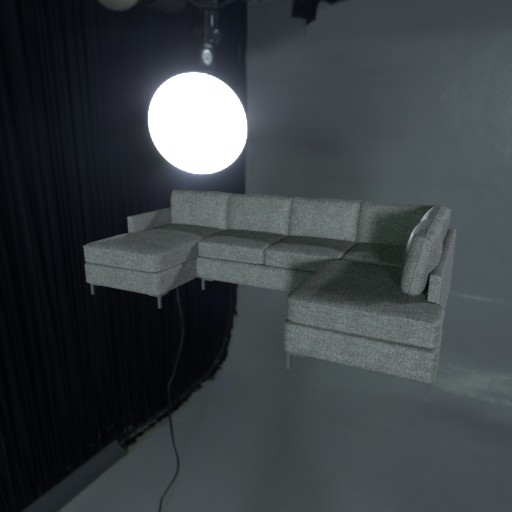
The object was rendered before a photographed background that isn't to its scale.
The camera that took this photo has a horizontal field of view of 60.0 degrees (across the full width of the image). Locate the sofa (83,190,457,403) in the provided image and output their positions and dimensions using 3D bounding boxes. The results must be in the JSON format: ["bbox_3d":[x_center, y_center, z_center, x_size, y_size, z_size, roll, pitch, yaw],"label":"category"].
[{"bbox_3d":[0.000,0.000,4.198,3.423,0.999,2.048,7,17,25],"label":"sofa"}]
